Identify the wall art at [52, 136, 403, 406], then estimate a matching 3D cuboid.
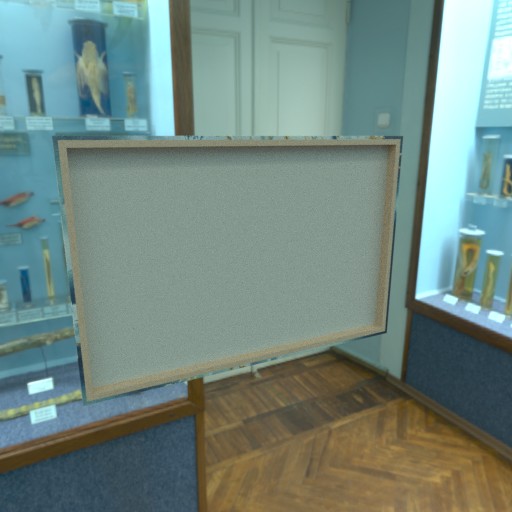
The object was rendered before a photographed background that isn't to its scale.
[{"bbox_3d":[0.000,0.000,1.163,0.912,0.608,0.038,-7,17,-25],"label":"wall art"}]
